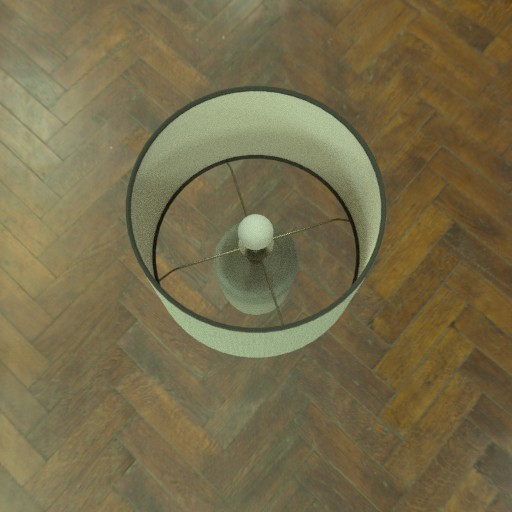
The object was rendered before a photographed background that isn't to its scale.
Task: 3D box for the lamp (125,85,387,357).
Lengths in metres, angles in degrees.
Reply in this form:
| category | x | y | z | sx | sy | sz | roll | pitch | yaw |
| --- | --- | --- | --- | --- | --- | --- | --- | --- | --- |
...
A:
| category | x | y | z | sx | sy | sz | roll | pitch | yaw |
| --- | --- | --- | --- | --- | --- | --- | --- | --- | --- |
| lamp | 0.000 | 0.000 | 0.838 | 0.376 | 0.594 | 0.376 | 0 | 77 | 0 |
